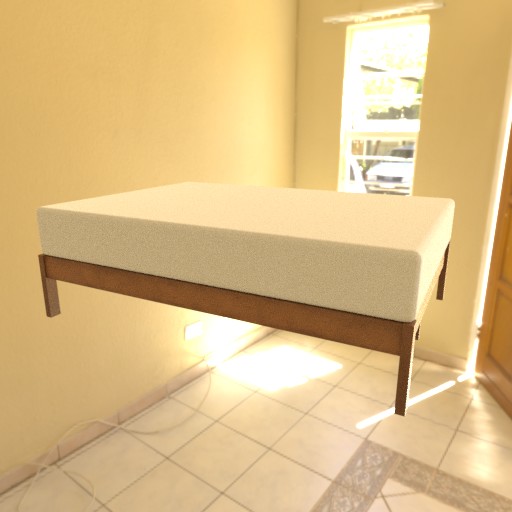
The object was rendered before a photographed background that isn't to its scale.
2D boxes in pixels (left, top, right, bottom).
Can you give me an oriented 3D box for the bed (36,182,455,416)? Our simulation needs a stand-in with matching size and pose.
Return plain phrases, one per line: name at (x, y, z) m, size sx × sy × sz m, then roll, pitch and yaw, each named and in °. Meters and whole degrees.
bed at (0.000, 0.000, 2.528) m, size 1.927 × 0.616 × 1.348 m, roll 8°, pitch 18°, yaw 27°
